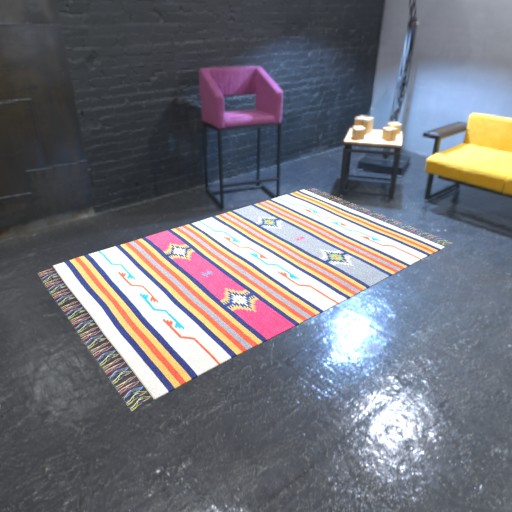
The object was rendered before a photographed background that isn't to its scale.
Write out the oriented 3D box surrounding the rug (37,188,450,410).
[{"bbox_3d":[0.000,0.000,2.251,1.849,0.013,1.084,-21,36,-33],"label":"rug"}]
